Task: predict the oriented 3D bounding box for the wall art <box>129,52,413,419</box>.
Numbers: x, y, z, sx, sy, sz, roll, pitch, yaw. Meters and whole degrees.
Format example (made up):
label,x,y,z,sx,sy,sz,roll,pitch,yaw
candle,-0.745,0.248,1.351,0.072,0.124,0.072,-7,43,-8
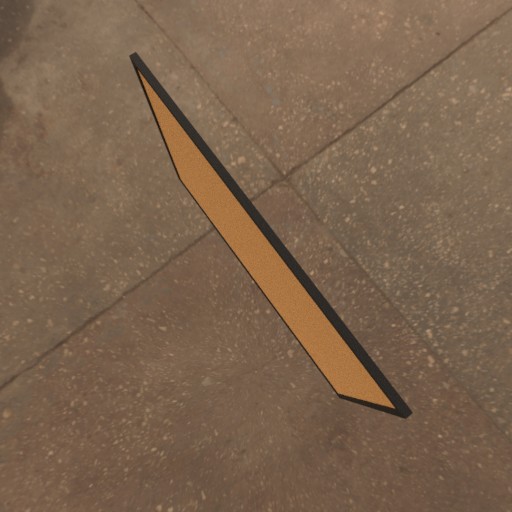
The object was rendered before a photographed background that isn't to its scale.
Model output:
label,x,y,z,sx,sy,sz,roll,pitch,yaw
wall art,0.000,0.000,0.852,0.013,0.458,0.664,-35,78,-9
